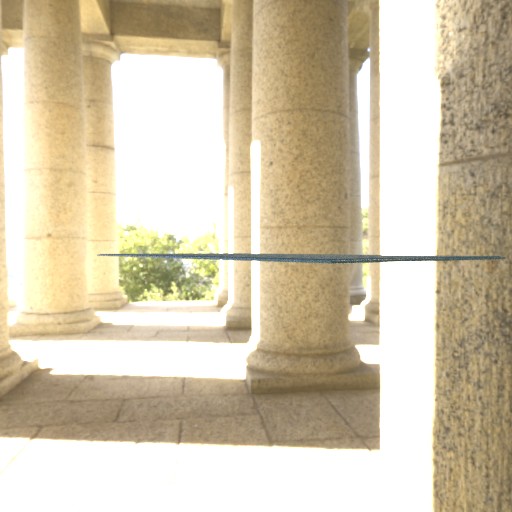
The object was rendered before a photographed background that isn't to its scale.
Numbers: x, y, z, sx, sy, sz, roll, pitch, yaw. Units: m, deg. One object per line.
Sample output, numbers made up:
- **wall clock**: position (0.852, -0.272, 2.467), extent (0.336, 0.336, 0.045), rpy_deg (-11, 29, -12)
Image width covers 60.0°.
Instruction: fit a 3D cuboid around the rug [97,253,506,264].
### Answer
- **rug**: position (0.000, 0.000, 1.382), extent (0.604, 0.007, 1.219), rpy_deg (-1, 1, -37)
